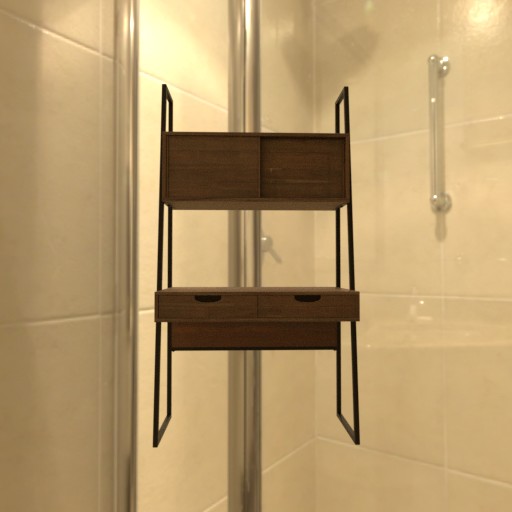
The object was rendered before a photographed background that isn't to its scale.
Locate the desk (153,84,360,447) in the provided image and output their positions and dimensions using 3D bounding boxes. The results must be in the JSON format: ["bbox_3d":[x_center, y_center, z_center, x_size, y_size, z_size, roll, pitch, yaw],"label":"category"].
[{"bbox_3d":[0.000,0.000,2.284,0.982,1.809,0.515,0,-2,-2],"label":"desk"}]
